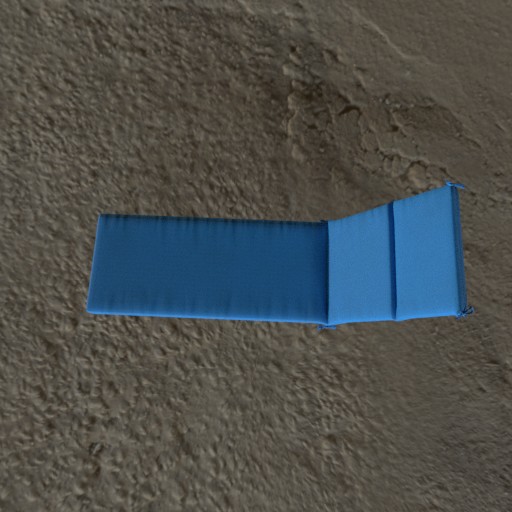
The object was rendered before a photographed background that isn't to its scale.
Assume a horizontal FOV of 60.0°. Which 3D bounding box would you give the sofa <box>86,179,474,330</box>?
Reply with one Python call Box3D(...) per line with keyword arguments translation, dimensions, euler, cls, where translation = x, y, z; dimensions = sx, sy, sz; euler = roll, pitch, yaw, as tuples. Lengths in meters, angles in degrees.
Box3D(translation=(0.000, 0.000, 1.995), dimensions=(1.663, 0.622, 0.582), euler=(2, 76, 1), cls="sofa")
